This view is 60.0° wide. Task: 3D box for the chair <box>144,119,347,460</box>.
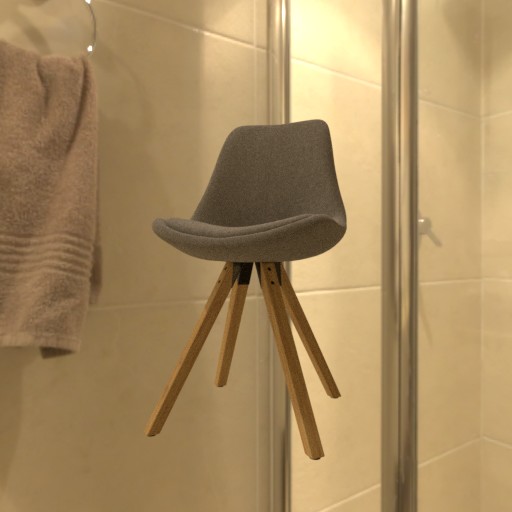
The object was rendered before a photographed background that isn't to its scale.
[{"bbox_3d":[0.000,0.000,1.213,0.483,0.865,0.550,0,1,17],"label":"chair"}]
